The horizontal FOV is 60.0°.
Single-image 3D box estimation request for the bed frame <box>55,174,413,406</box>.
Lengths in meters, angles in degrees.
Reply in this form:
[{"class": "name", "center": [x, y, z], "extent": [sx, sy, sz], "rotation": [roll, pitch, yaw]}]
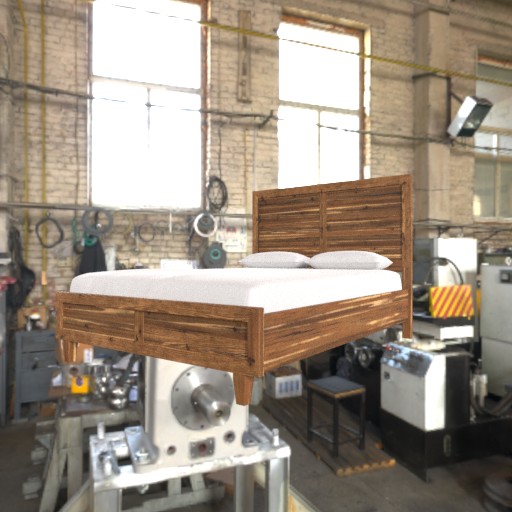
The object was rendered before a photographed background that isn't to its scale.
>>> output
[{"class": "bed frame", "center": [0.000, 0.000, 3.416], "extent": [1.696, 1.417, 2.276], "rotation": [0, 0, 36]}]
